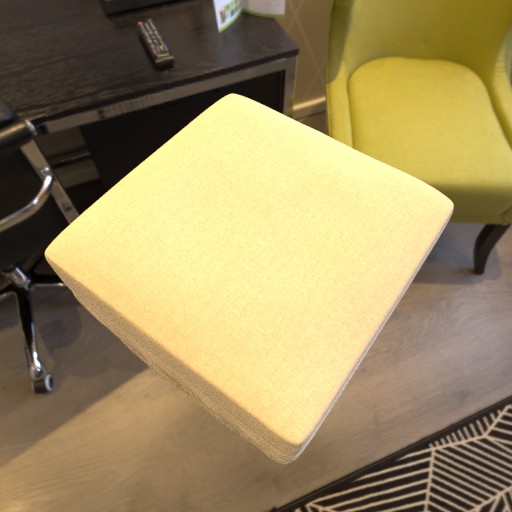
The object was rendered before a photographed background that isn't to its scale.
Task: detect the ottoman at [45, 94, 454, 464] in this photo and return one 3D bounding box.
[{"bbox_3d":[0.000,0.000,1.349,0.843,0.436,0.840,32,63,19],"label":"ottoman"}]
